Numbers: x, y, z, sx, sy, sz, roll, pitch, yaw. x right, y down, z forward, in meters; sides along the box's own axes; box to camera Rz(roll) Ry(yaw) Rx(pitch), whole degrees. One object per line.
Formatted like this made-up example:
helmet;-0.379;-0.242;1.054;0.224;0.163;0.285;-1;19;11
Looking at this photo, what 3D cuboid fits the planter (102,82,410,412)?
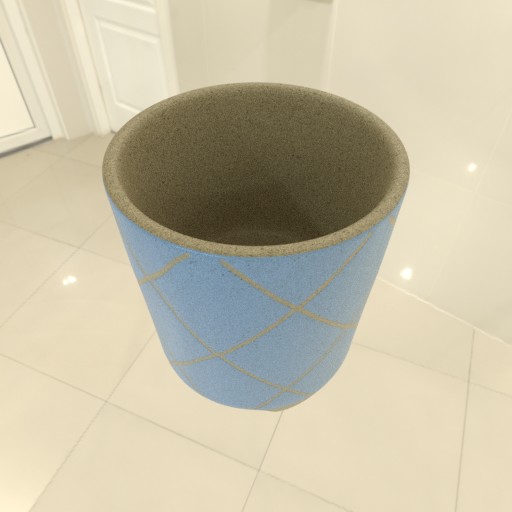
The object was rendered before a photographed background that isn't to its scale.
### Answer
planter;0.000;0.000;0.419;0.227;0.235;0.227;0;46;0
